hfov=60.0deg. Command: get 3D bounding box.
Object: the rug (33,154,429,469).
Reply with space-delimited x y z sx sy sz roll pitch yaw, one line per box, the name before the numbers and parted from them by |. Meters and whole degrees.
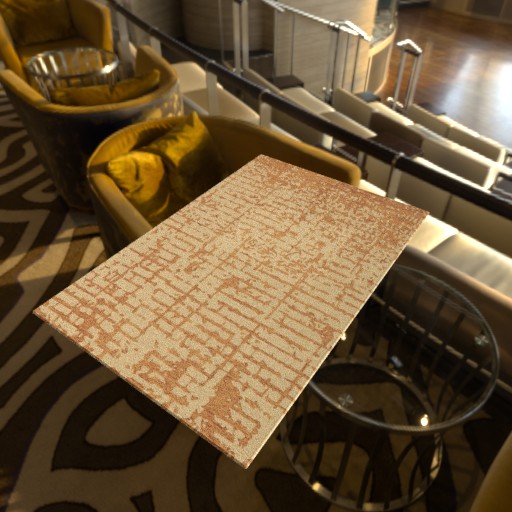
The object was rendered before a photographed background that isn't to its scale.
rug | 0.000 0.000 2.326 1.219 0.011 1.829 25 47 26
